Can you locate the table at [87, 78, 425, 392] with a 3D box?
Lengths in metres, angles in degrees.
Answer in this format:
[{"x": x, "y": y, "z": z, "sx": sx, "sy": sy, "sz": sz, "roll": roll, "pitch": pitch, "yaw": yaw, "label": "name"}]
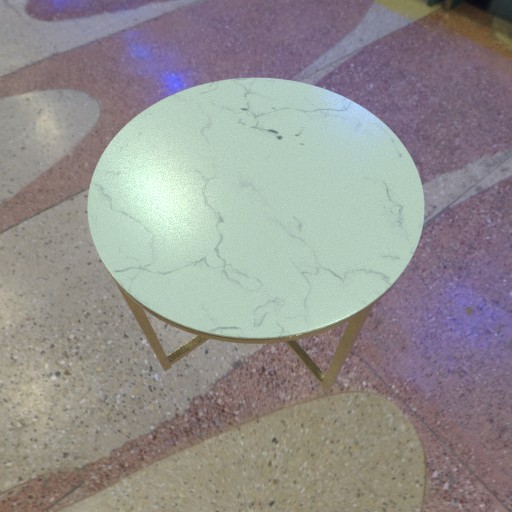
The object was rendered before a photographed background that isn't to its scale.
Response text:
[{"x": 0.000, "y": 0.000, "z": 0.847, "sx": 0.500, "sy": 0.420, "sz": 0.500, "roll": 0, "pitch": 58, "yaw": 0, "label": "table"}]
